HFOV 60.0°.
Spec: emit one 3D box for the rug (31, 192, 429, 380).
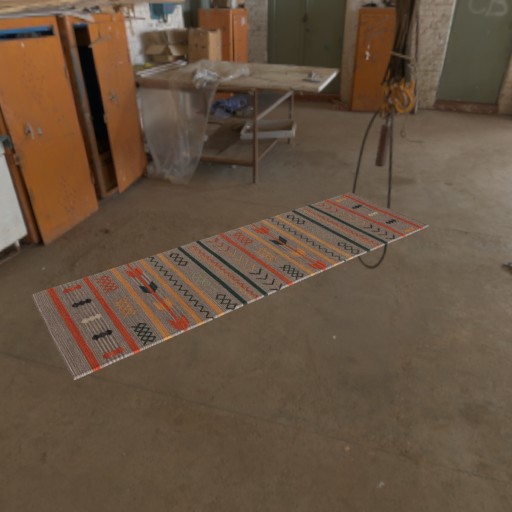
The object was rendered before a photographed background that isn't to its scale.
[{"bbox_3d":[0.000,0.000,2.699,2.419,0.022,0.744,-20,36,-31],"label":"rug"}]
